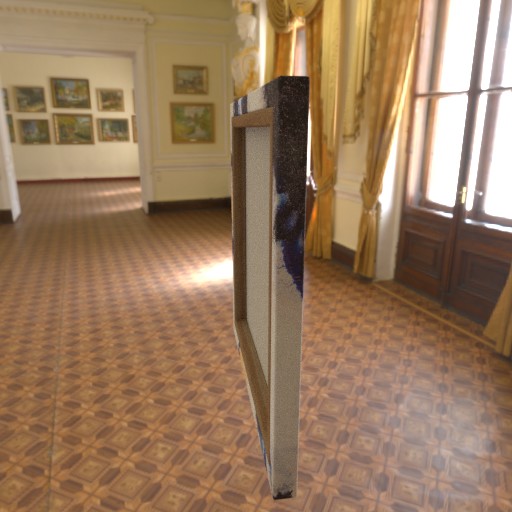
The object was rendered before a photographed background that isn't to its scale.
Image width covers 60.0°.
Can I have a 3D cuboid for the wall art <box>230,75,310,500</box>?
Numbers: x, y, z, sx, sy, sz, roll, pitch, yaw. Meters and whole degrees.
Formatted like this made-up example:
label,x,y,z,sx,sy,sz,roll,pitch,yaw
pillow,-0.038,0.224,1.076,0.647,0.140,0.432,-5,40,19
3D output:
label,x,y,z,sx,sy,sz,roll,pitch,yaw
wall art,0.000,0.000,0.888,0.039,0.609,0.609,-2,16,-8
